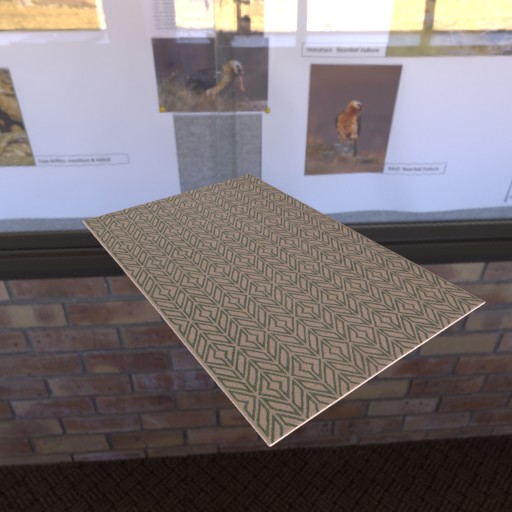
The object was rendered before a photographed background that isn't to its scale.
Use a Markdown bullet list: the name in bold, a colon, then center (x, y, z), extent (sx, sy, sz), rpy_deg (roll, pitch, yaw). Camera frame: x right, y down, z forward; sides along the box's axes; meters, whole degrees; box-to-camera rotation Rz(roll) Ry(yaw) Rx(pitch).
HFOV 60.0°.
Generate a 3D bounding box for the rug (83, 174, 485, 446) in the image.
- **rug**: center (0.000, 0.000, 2.310), extent (1.220, 0.007, 1.828), rpy_deg (-22, 39, -30)
